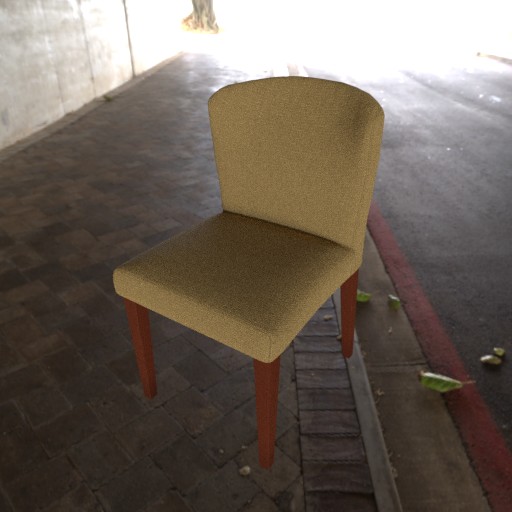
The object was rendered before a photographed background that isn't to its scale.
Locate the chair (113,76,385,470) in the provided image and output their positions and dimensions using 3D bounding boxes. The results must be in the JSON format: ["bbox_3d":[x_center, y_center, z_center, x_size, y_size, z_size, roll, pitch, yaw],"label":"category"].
[{"bbox_3d":[0.000,0.000,1.192,0.491,0.839,0.589,18,34,29],"label":"chair"}]
